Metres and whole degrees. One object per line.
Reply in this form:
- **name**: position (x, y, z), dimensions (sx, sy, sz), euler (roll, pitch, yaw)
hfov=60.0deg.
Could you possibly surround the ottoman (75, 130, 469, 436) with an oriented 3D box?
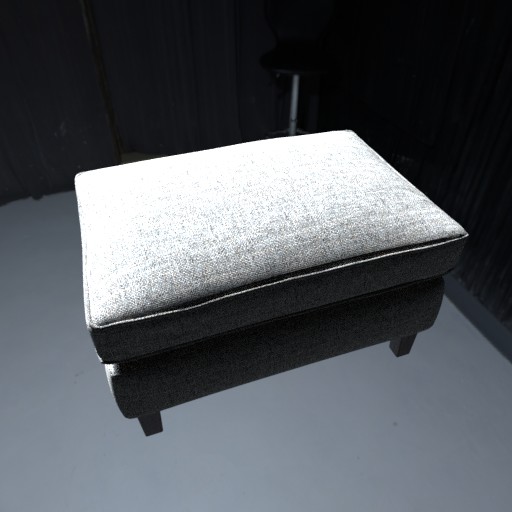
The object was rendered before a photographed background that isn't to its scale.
- **ottoman**: position (0.000, 0.000, 0.973), dimensions (0.686, 0.406, 0.508), euler (-13, 43, -14)
